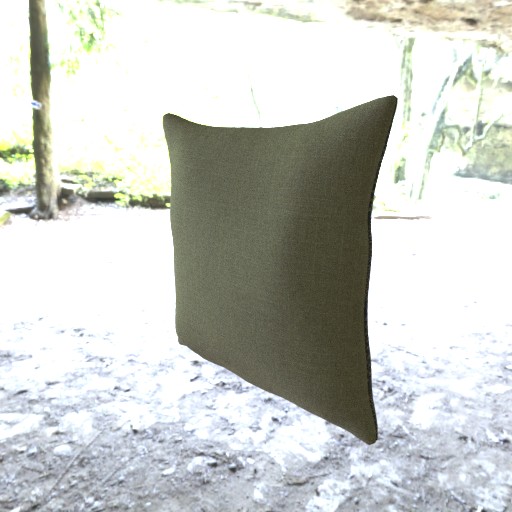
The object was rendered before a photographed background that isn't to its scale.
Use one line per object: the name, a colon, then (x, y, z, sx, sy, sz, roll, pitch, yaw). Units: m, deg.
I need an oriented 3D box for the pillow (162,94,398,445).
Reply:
pillow: (0.000, 0.000, 0.670, 0.435, 0.432, 0.138, 14, 20, 43)
